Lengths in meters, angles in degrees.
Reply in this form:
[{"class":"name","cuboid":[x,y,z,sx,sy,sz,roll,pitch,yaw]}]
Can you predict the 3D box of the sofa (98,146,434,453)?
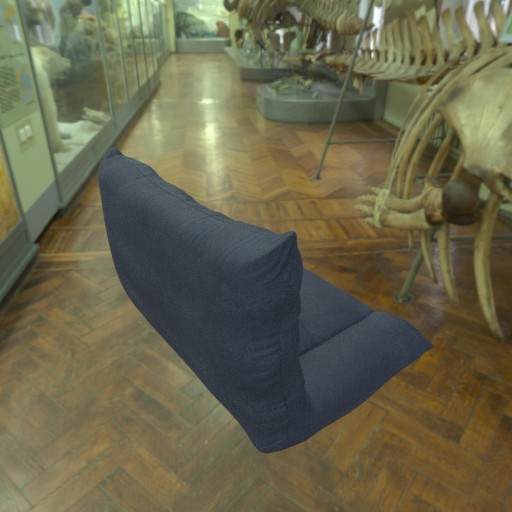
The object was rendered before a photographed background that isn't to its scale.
[{"class":"sofa","cuboid":[0.000,0.000,1.713,0.849,0.778,1.122,-19,33,-32]}]
